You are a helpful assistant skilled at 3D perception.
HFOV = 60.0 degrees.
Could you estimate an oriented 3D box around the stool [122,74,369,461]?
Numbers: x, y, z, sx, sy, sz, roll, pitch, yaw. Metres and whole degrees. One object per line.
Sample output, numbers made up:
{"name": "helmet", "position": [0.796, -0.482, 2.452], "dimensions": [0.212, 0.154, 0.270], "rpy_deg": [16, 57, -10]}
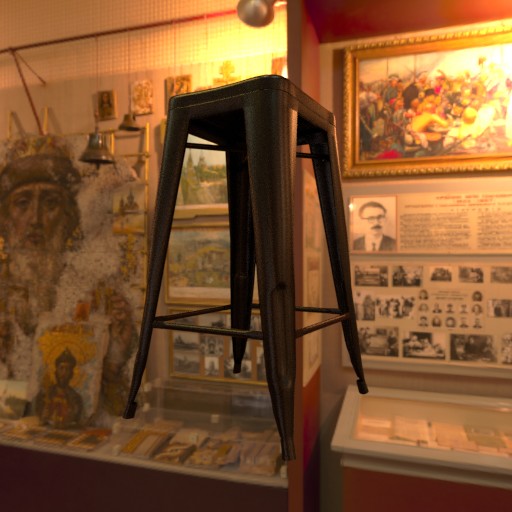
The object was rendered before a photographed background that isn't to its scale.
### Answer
{"name": "stool", "position": [0.000, 0.000, 0.908], "dimensions": [0.423, 0.609, 0.455], "rpy_deg": [0, 0, 19]}
